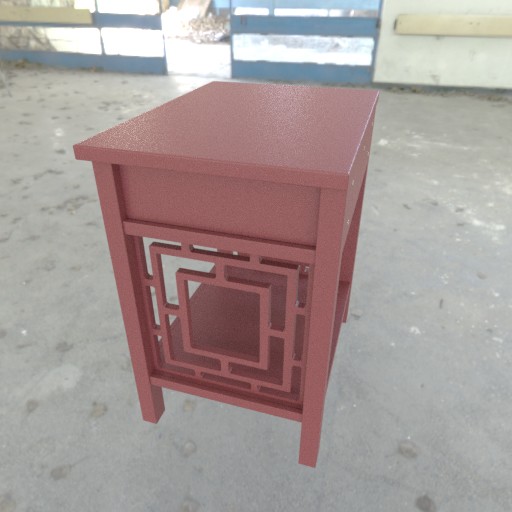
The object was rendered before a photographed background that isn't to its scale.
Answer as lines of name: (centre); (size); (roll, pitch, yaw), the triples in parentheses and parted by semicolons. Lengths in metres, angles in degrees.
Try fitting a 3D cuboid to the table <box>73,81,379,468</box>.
table: (0.000, 0.000, 1.080); (0.451, 0.686, 0.599); (9, 32, 15)
